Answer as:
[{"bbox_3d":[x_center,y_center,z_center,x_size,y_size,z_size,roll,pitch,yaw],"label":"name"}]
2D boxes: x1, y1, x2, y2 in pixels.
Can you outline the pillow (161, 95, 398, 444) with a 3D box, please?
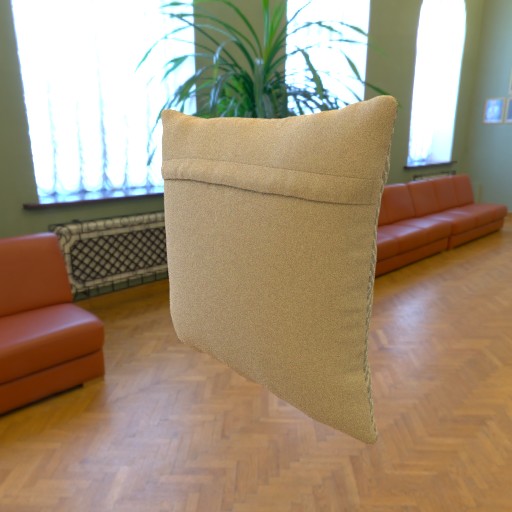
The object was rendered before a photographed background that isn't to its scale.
[{"bbox_3d":[0.000,0.000,0.703,0.181,0.458,0.459,-15,21,-42],"label":"pillow"}]
